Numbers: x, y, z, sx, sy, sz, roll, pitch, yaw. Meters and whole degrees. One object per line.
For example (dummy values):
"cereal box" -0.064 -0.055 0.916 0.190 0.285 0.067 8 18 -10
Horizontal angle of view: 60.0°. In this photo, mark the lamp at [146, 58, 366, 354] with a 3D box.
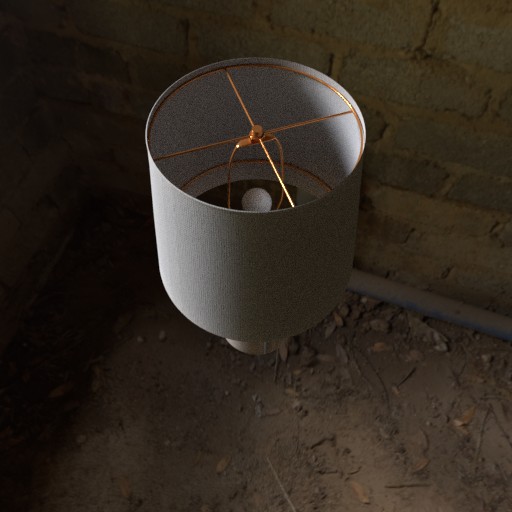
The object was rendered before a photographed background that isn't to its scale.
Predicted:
"lamp" 0.000 0.000 0.446 0.189 0.340 0.189 0 58 0
